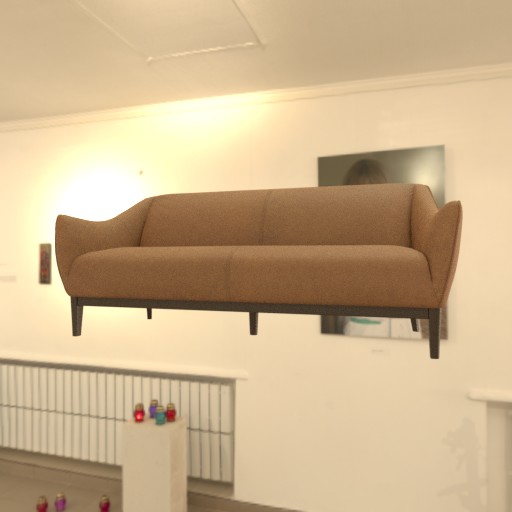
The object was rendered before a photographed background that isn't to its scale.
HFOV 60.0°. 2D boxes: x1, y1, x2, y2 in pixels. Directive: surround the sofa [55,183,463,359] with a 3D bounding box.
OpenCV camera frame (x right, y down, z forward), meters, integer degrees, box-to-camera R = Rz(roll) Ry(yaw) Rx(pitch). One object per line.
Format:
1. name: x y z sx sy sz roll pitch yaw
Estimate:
1. sofa: 0.000 0.000 2.375 1.928 0.830 0.869 0 0 17
